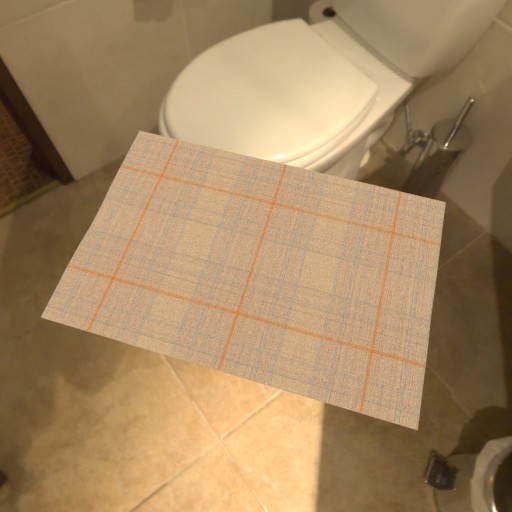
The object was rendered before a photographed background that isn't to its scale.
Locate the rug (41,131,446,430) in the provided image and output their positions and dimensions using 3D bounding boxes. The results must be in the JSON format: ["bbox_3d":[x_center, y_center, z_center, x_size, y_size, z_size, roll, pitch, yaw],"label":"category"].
[{"bbox_3d":[0.000,0.000,2.303,1.825,0.015,1.232,15,65,7],"label":"rug"}]
